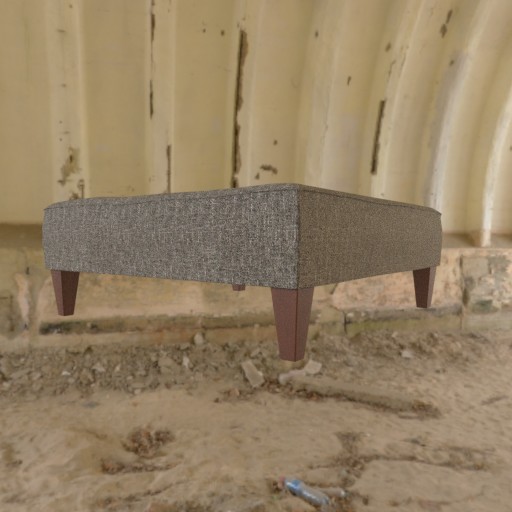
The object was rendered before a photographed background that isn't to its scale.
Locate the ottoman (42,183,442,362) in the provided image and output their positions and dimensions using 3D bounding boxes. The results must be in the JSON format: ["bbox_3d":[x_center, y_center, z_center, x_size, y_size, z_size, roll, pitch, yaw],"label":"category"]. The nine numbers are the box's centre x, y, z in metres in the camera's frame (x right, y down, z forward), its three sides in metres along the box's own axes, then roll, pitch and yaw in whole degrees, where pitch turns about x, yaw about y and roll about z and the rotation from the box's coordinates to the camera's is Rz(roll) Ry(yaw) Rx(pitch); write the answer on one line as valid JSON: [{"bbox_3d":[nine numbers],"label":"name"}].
[{"bbox_3d":[0.000,0.000,1.524,0.981,0.379,1.016,2,3,37],"label":"ottoman"}]
